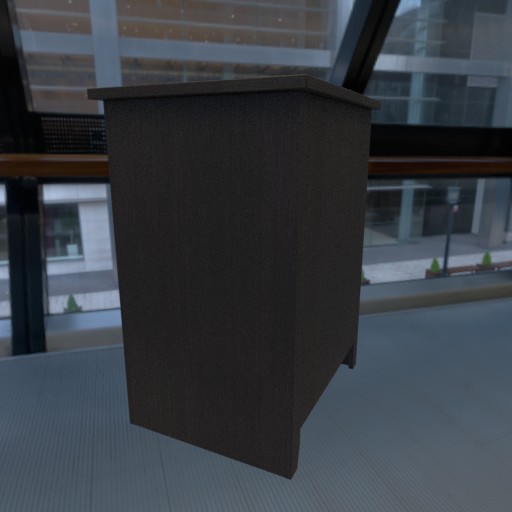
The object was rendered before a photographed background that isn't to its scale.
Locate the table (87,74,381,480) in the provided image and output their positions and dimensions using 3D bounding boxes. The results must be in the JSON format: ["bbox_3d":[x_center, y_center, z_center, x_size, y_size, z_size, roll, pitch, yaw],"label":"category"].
[{"bbox_3d":[0.000,0.000,0.932,0.381,0.635,0.480,7,16,25],"label":"table"}]
